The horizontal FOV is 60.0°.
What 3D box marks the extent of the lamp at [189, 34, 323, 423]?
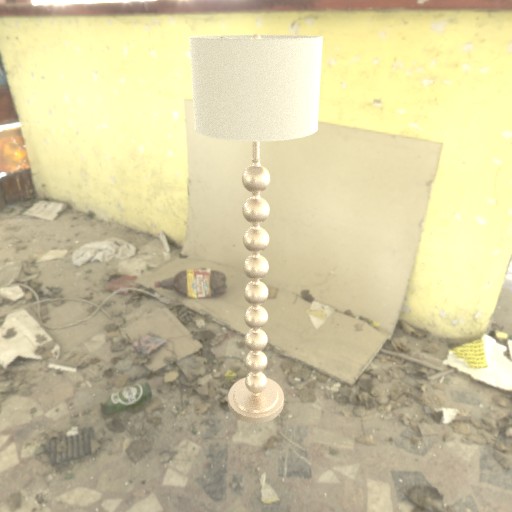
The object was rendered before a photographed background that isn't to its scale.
[{"bbox_3d":[0.000,0.000,1.646,0.394,1.474,0.394,-18,33,-31],"label":"lamp"}]
